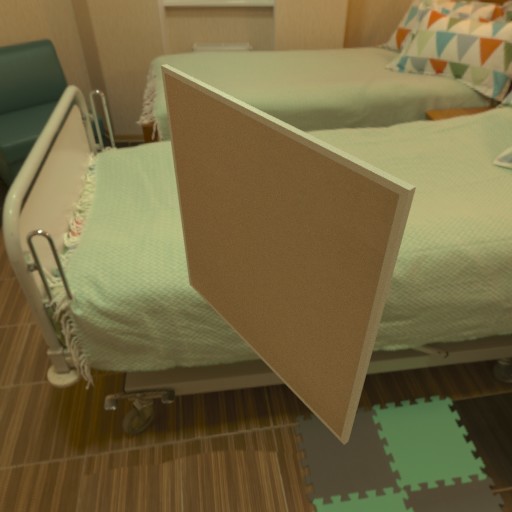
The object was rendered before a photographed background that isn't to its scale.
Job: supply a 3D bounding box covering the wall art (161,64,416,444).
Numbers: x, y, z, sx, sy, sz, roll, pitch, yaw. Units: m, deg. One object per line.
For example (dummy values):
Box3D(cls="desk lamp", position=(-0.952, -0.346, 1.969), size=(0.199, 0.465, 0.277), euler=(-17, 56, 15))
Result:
Box3D(cls="wall art", position=(0.000, 0.000, 0.831), size=(0.012, 0.557, 0.557), euler=(-26, 47, -28))
